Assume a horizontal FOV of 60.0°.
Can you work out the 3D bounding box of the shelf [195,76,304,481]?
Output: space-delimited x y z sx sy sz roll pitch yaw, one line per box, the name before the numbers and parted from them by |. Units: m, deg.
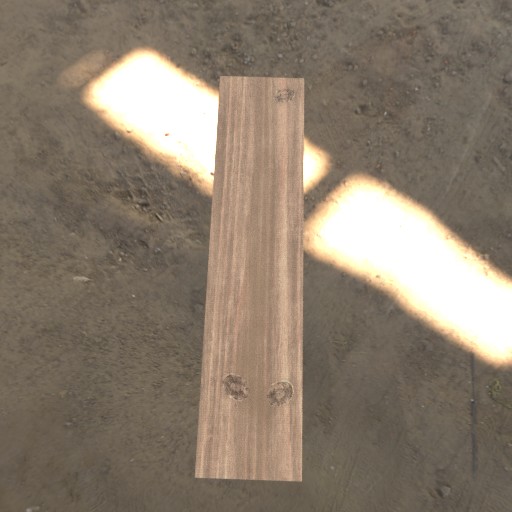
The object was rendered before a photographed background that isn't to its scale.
shelf | 0.000 0.000 0.667 0.140 0.020 0.610 2 75 0
